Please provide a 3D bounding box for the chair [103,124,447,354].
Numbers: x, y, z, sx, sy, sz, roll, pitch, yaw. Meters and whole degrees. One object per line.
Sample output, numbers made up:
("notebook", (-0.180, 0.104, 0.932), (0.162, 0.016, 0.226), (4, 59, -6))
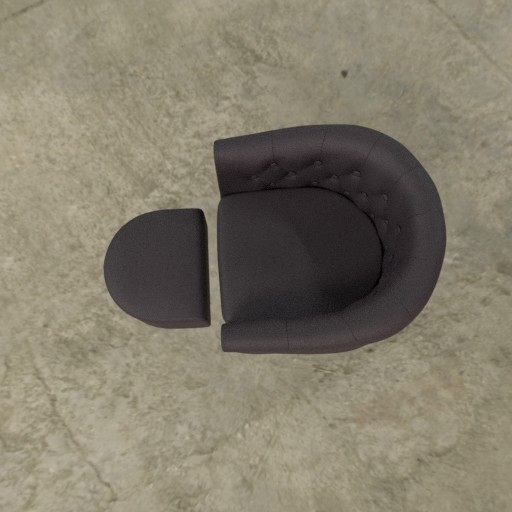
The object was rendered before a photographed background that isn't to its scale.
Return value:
("chair", (0.000, 0.000, 1.695), (1.191, 0.760, 0.763), (-3, 74, -1))
